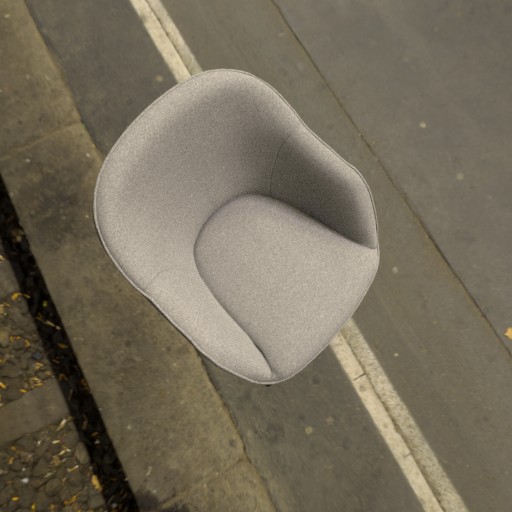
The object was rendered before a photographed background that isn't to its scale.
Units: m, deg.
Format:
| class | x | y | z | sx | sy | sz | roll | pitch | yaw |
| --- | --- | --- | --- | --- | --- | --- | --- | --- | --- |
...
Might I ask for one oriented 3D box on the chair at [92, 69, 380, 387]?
| class | x | y | z | sx | sy | sz | roll | pitch | yaw |
| --- | --- | --- | --- | --- | --- | --- | --- | --- | --- |
| chair | 0.000 | 0.000 | 1.240 | 0.611 | 0.810 | 0.589 | 39 | 77 | 11 |
